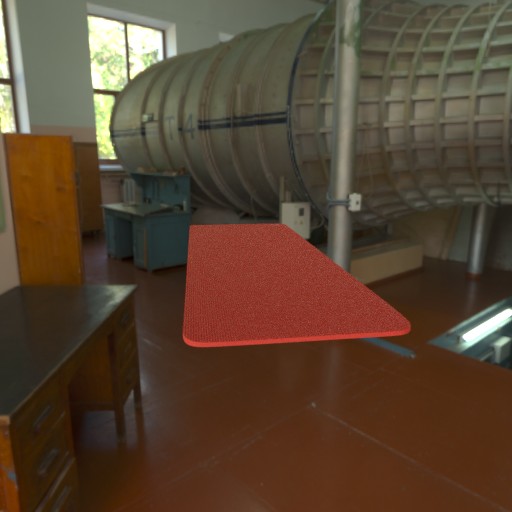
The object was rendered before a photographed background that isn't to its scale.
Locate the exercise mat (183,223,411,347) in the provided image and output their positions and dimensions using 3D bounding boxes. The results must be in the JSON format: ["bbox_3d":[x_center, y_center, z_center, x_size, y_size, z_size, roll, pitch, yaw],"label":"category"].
[{"bbox_3d":[0.000,0.000,2.022,0.616,0.021,1.869,-2,13,-7],"label":"exercise mat"}]
